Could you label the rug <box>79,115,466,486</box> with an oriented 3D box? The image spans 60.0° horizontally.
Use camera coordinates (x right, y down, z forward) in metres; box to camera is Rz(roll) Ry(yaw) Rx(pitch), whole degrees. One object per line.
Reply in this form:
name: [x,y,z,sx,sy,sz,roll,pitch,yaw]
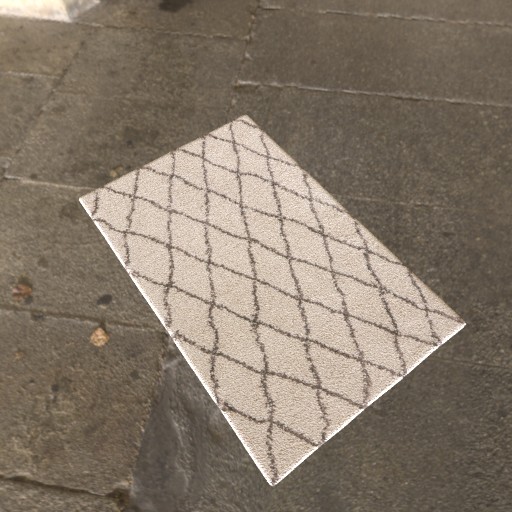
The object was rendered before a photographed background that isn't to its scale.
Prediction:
rug: [0.000,0.000,3.514,1.778,0.030,2.743,-32,64,-18]
